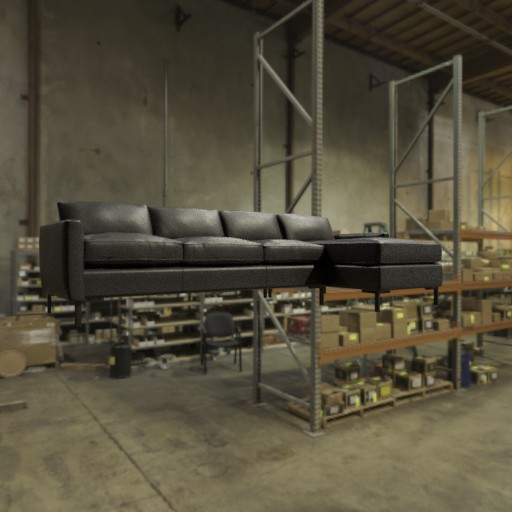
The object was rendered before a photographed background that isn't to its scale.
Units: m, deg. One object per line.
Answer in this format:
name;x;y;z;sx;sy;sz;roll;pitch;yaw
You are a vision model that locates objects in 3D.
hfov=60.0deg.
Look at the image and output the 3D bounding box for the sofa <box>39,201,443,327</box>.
sofa;0.000;0.000;3.591;2.993;0.859;1.471;0;0;-35
